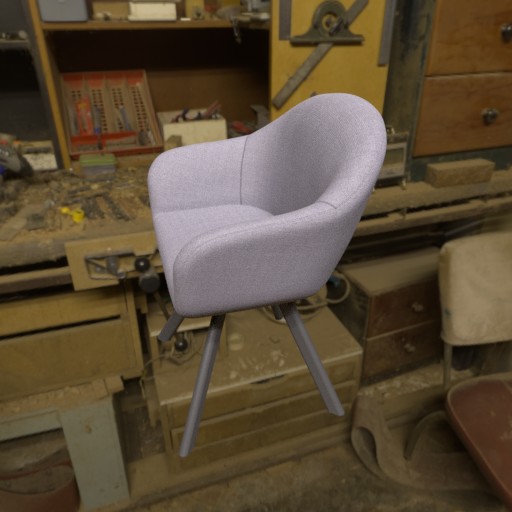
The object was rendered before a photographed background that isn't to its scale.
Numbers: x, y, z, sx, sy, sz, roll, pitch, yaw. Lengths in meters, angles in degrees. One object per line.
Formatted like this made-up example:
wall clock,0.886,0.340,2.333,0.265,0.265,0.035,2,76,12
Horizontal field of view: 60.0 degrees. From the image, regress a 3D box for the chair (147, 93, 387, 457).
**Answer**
chair,0.000,0.000,1.181,0.550,0.795,0.590,-9,30,-15
